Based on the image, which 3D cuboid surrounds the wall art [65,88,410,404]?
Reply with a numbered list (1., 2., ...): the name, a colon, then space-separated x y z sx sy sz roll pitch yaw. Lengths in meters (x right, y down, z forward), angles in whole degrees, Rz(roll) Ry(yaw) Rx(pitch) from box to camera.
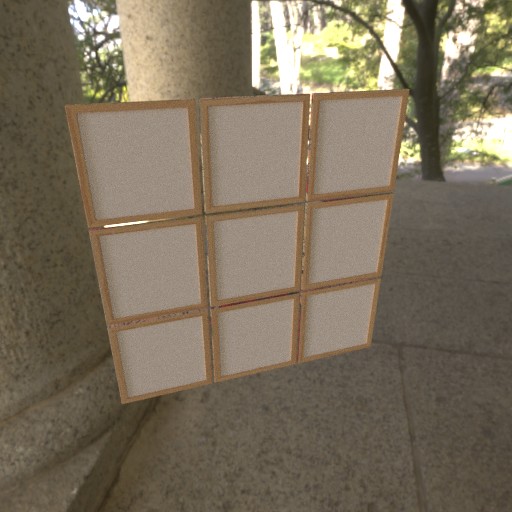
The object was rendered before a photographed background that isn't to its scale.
1. wall art: 0.000 0.000 1.334 0.904 0.913 0.013 -9 29 -16
